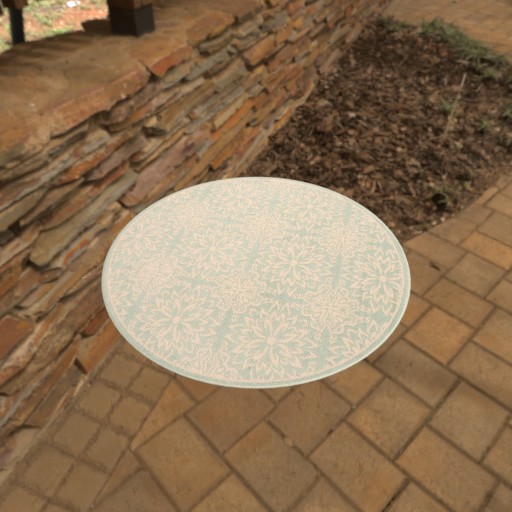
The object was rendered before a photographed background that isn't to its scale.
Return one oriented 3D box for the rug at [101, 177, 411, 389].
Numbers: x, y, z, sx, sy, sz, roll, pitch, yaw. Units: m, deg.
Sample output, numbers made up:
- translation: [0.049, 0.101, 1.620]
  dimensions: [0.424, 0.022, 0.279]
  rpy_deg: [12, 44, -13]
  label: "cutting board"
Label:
- translation: [0.000, 0.000, 2.359]
  dimensions: [1.593, 0.012, 1.593]
  rpy_deg: [0, 41, 0]
  label: "rug"
